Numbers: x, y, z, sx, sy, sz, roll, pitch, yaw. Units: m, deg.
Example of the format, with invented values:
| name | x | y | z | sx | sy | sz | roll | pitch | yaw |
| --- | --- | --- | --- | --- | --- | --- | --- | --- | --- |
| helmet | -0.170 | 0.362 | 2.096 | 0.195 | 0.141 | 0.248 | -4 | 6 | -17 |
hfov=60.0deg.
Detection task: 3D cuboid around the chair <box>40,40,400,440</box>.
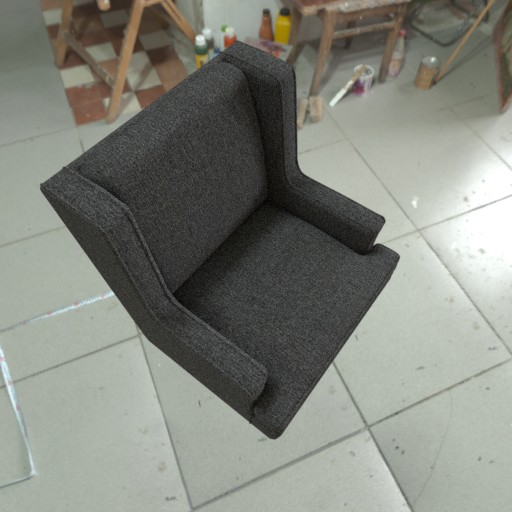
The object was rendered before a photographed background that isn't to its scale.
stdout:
| name | x | y | z | sx | sy | sz | roll | pitch | yaw |
| --- | --- | --- | --- | --- | --- | --- | --- | --- | --- |
| chair | 0.000 | 0.000 | 1.797 | 0.927 | 1.082 | 0.942 | 33 | 63 | 19 |
